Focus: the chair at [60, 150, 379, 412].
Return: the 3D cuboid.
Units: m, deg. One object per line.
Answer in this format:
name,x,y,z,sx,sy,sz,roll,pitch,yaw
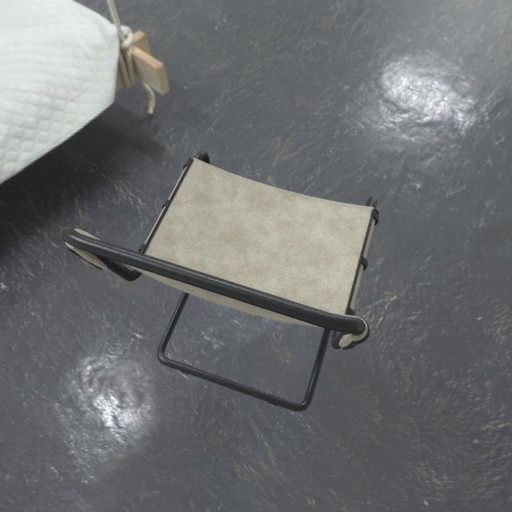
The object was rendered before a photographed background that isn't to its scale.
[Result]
chair,0.000,0.000,1.040,0.499,0.747,0.497,17,64,9
